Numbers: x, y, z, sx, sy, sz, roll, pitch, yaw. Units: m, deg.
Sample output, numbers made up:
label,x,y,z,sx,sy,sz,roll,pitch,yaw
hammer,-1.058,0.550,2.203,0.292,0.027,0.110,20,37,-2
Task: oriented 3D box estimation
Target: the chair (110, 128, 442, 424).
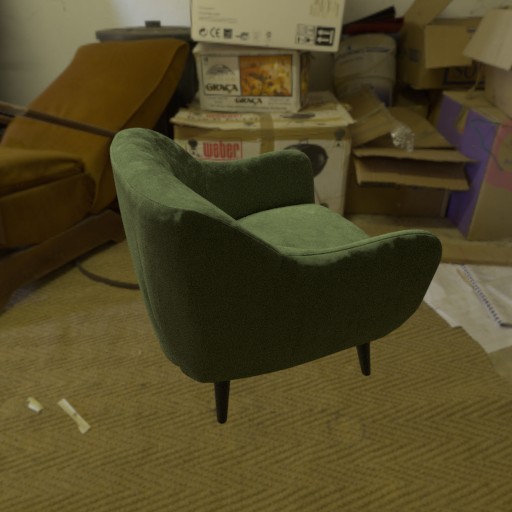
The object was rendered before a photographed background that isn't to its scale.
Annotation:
label,x,y,z,sx,sy,sz,roll,pitch,yaw
chair,0.000,0.000,1.492,0.819,0.804,0.840,-12,33,-19
